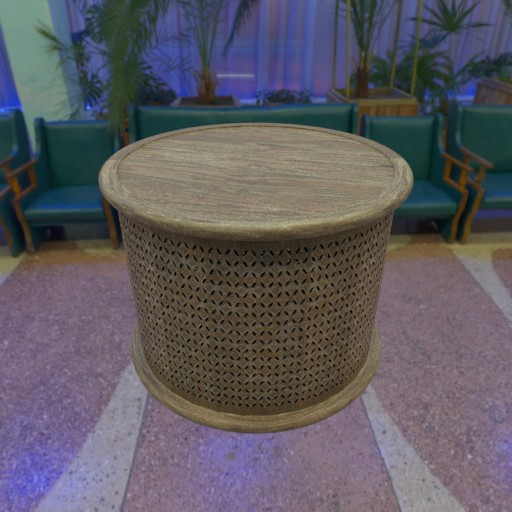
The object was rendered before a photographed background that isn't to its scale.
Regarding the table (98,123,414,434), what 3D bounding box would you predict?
[{"bbox_3d":[0.000,0.000,1.001,0.607,0.450,0.607,0,31,0],"label":"table"}]
